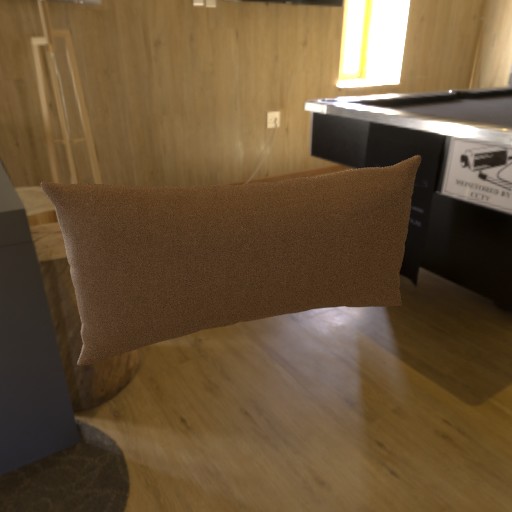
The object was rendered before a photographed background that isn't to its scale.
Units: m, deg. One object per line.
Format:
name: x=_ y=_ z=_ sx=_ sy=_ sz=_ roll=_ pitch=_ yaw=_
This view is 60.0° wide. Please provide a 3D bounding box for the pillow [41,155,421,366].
pillow: x=0.000 y=0.000 z=0.742 sx=0.612 sy=0.308 sz=0.148 roll=-8 pitch=27 yaw=-16
